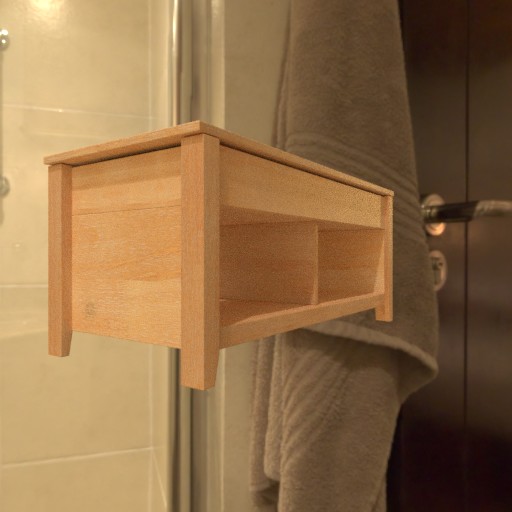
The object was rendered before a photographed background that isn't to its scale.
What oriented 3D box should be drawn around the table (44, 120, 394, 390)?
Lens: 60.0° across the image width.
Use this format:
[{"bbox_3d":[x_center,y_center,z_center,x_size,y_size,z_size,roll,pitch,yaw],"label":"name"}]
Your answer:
[{"bbox_3d":[0.000,0.000,1.298,0.483,0.457,1.016,0,0,35],"label":"table"}]
